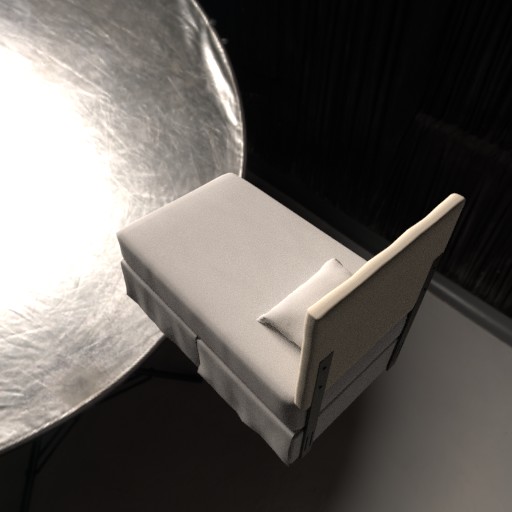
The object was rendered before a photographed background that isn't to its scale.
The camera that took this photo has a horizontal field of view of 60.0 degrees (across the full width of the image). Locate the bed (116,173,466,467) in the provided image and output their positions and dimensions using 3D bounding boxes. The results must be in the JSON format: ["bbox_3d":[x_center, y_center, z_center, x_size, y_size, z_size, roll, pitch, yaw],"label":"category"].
[{"bbox_3d":[0.000,0.000,3.058,1.261,1.571,1.997,-34,55,-28],"label":"bed"}]
